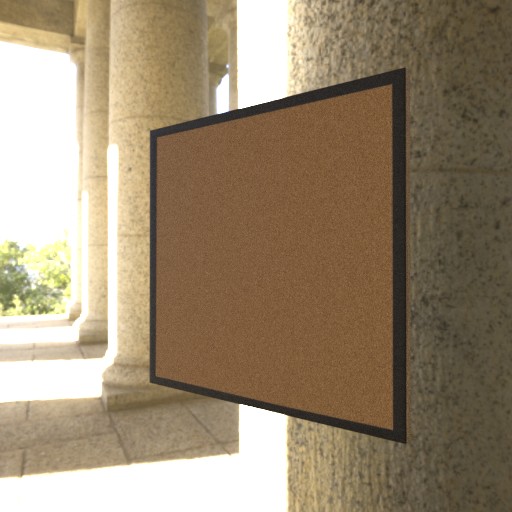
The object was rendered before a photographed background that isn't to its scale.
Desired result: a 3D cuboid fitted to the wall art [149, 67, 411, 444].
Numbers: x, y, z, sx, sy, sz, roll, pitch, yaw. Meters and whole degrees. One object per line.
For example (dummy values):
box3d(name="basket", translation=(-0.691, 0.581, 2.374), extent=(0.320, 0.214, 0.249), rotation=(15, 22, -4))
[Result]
box3d(name="wall art", translation=(0.000, 0.000, 1.025), extent=(0.695, 0.691, 0.029), rotation=(0, 0, 35))
